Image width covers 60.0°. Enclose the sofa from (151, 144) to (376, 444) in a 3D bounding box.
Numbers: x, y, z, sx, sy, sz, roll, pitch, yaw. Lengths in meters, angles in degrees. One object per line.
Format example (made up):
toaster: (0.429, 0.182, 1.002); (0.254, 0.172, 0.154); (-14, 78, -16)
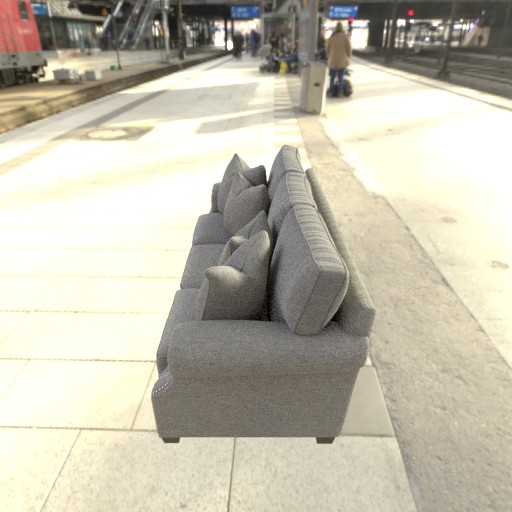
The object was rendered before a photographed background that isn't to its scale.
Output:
sofa: (0.000, 0.000, 2.857); (0.965, 0.975, 2.312); (0, 26, 0)
